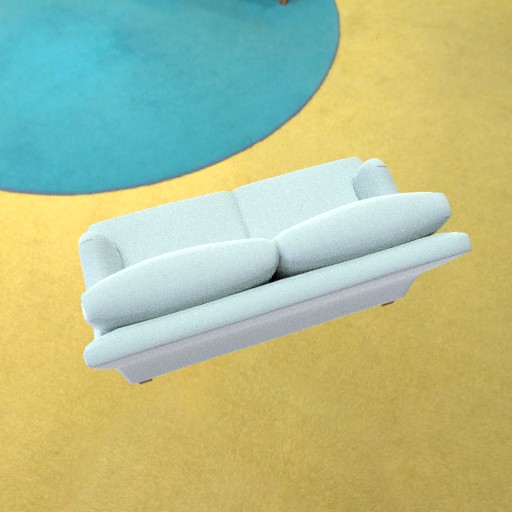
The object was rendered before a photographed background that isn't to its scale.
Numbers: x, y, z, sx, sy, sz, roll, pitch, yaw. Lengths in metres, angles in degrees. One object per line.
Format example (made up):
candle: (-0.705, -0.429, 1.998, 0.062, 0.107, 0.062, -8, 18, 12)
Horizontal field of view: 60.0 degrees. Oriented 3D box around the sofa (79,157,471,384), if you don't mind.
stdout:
sofa: (0.000, 0.000, 2.543, 1.853, 1.101, 1.084, -16, 60, -10)
